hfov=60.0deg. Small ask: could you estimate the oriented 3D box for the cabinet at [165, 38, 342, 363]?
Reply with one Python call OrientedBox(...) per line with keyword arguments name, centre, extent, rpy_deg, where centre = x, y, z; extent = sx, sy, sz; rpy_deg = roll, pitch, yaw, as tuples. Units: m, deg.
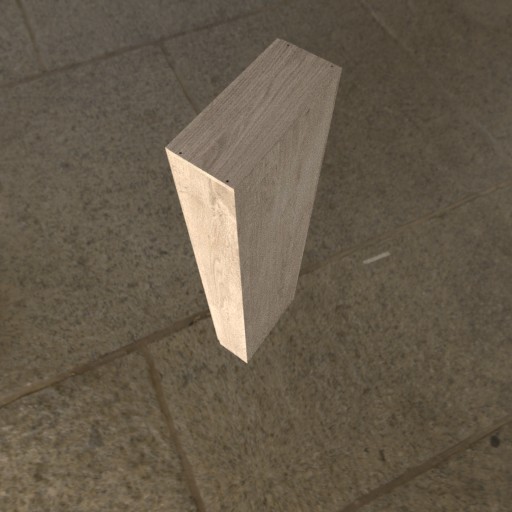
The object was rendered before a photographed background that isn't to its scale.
OrientedBox(name="cabinet", centre=(0.000, 0.000, 1.969), extent=(0.230, 1.790, 0.500), rpy_deg=(33, 68, 15))
